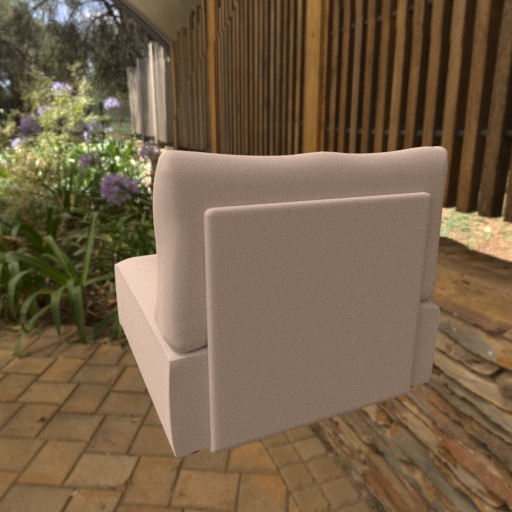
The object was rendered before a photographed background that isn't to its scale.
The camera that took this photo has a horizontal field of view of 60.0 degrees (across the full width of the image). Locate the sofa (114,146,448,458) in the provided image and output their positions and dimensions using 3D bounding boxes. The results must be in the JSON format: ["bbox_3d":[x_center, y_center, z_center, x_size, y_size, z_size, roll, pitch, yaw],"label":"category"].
[{"bbox_3d":[0.000,0.000,1.686,0.935,0.828,1.000,-7,17,-24],"label":"sofa"}]
